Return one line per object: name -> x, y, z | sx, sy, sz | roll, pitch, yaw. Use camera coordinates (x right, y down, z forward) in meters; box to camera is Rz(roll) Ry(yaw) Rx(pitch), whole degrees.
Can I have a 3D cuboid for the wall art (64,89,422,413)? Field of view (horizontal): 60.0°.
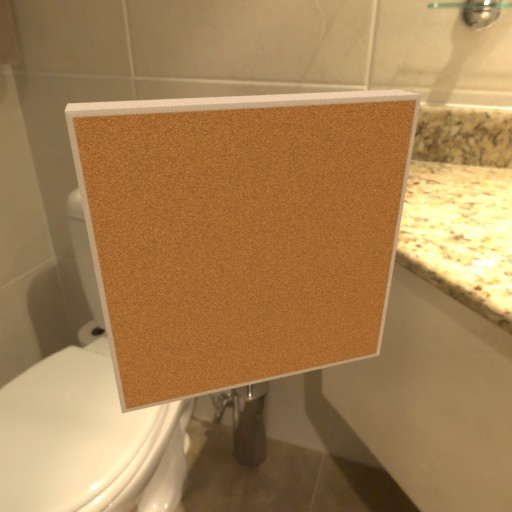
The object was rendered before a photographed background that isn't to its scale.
wall art -> 0.000, 0.000, 0.450 | 0.305, 0.304, 0.038 | -8, 28, -15
